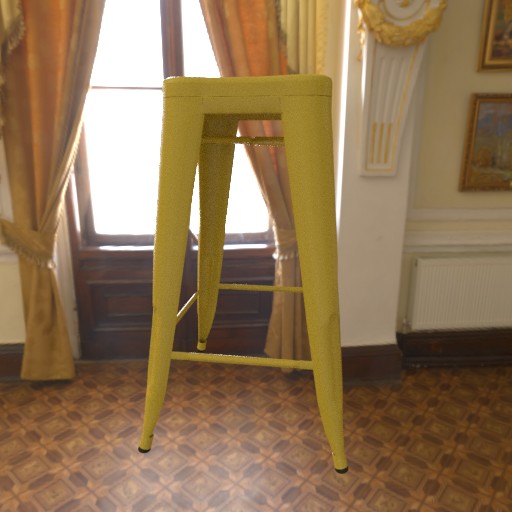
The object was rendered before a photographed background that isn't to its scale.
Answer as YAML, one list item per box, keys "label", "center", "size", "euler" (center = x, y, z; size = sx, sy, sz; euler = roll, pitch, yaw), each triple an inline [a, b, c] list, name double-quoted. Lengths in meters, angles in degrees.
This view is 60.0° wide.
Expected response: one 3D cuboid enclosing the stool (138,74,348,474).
- label: "stool"
  center: [0.000, 0.000, 0.843]
  size: [0.359, 0.609, 0.399]
  euler: [2, 15, 8]
